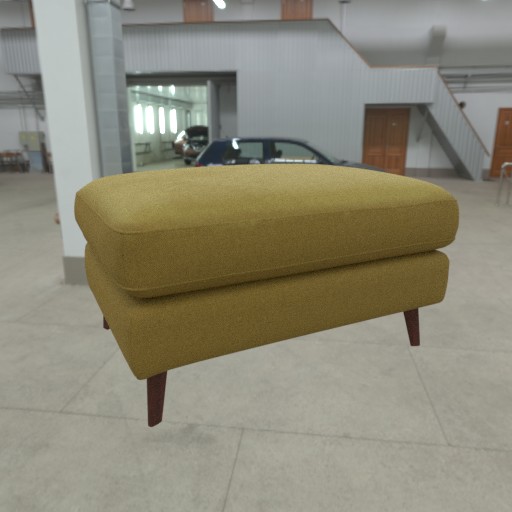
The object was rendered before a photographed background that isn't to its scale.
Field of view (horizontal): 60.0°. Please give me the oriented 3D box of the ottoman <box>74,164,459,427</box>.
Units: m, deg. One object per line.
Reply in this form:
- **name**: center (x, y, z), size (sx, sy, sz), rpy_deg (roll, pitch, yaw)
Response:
- **ottoman**: center (0.000, 0.000, 1.144), size (0.811, 0.449, 0.608), rpy_deg (-8, 18, -27)
